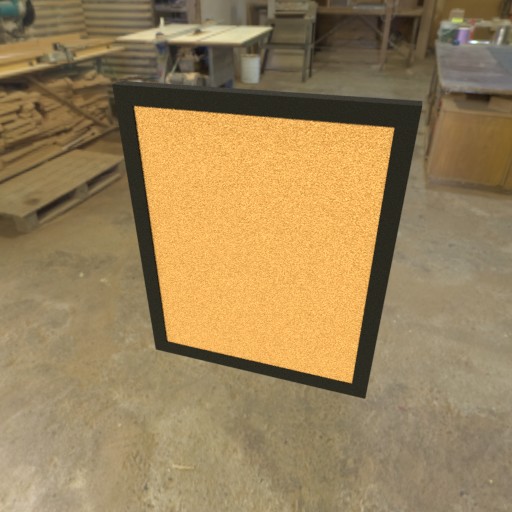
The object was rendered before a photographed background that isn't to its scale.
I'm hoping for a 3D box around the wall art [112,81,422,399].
[{"bbox_3d":[0.000,0.000,0.788,0.457,0.559,0.029,9,33,15],"label":"wall art"}]
